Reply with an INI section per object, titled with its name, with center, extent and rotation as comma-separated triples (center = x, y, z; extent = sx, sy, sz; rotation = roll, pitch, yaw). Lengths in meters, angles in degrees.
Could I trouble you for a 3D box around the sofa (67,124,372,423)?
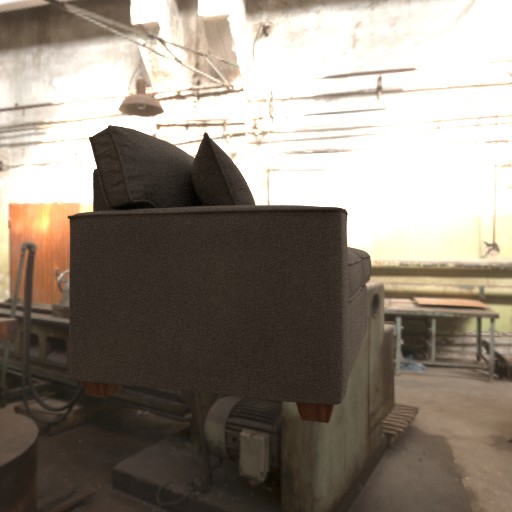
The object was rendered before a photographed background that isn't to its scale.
[sofa]
center = 0.000, 0.000, 2.074
extent = 0.991, 0.989, 1.388
rotation = 0, 1, 17
